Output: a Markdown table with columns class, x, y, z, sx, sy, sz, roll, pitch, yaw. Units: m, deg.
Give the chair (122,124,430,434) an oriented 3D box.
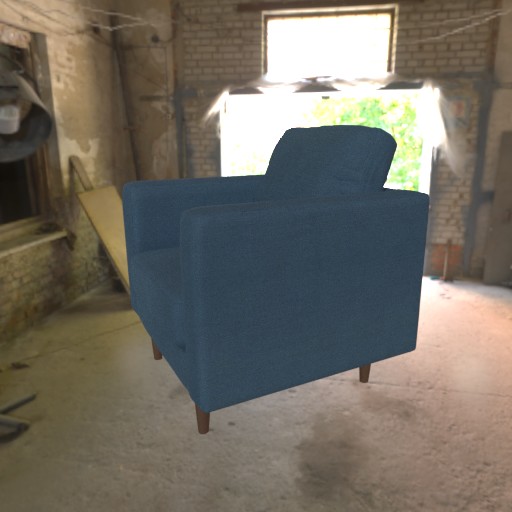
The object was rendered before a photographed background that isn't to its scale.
| class | x | y | z | sx | sy | sz | roll | pitch | yaw |
| --- | --- | --- | --- | --- | --- | --- | --- | --- | --- |
| chair | 0.000 | 0.000 | 1.619 | 0.820 | 0.922 | 0.855 | -8 | 17 | -26 |
